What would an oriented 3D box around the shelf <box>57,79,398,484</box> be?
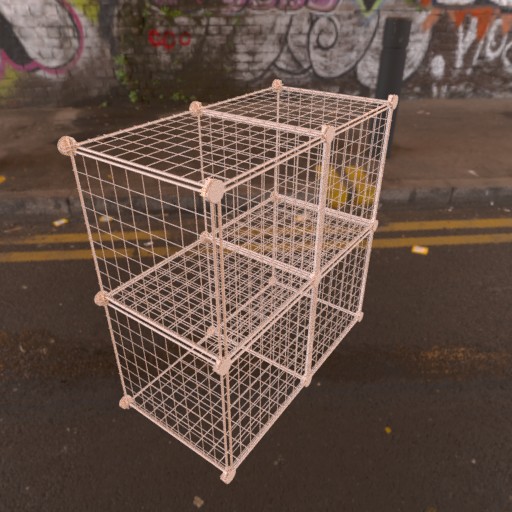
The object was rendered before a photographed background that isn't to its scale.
[{"bbox_3d":[0.000,0.000,1.123,0.356,0.711,0.711,21,37,30],"label":"shelf"}]
